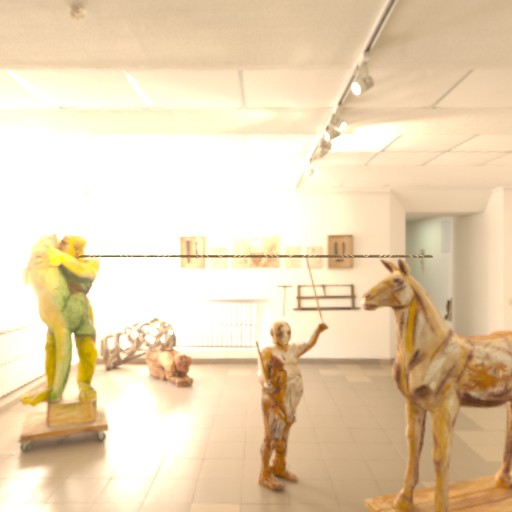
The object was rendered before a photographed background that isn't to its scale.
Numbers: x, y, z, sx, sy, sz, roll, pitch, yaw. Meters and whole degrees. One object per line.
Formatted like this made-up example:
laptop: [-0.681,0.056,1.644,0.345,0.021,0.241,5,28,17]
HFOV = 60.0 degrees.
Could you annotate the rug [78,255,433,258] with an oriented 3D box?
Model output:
rug: [0.000,0.000,3.144,1.541,0.012,2.457,0,0,0]
